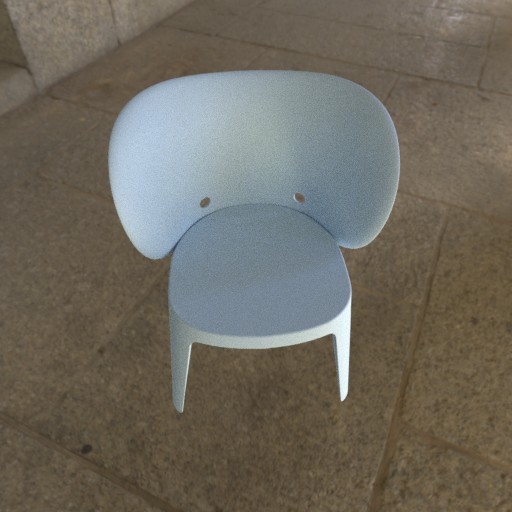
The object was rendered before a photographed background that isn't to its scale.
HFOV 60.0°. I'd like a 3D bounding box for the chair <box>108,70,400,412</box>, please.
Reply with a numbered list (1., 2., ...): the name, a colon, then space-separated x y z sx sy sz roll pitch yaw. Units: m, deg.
1. chair: 0.000 0.000 0.854 0.451 0.554 0.402 -3 48 -3
